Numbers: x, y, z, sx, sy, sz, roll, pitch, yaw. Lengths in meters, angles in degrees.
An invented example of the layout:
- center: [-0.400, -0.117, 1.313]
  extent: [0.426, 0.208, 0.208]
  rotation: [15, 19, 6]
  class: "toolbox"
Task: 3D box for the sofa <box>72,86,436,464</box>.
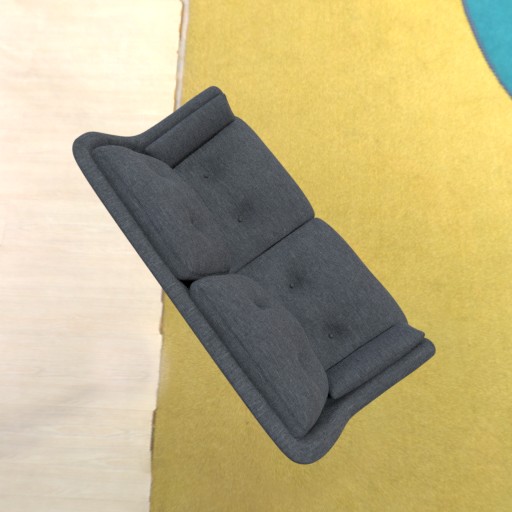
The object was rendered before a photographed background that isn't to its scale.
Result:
- center: [0.000, 0.000, 2.436]
  extent: [0.975, 0.896, 1.929]
  rotation: [-36, 78, -9]
  class: "sofa"
